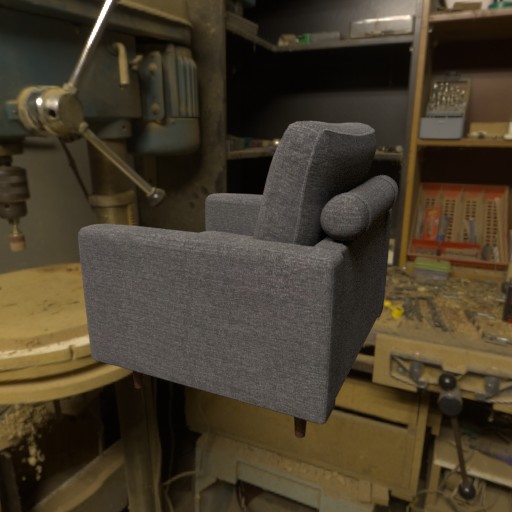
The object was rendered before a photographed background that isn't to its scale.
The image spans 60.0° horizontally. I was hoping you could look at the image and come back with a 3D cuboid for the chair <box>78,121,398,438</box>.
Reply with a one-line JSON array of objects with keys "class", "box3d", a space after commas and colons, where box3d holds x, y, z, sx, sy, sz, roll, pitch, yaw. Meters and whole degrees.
[{"class": "chair", "box3d": [0.000, 0.000, 1.525, 0.843, 0.880, 0.821, 8, 18, 24]}]
